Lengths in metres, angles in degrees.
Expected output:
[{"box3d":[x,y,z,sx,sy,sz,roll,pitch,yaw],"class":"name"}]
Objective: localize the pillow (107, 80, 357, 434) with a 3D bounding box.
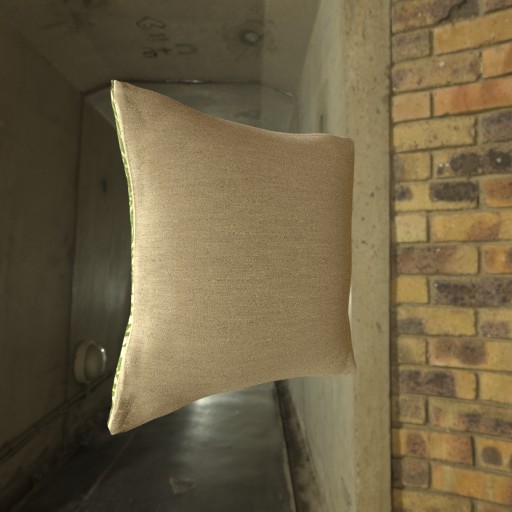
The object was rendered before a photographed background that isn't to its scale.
[{"box3d":[0.000,0.000,0.654,0.440,0.419,0.162,0,0,-38],"class":"pillow"}]
